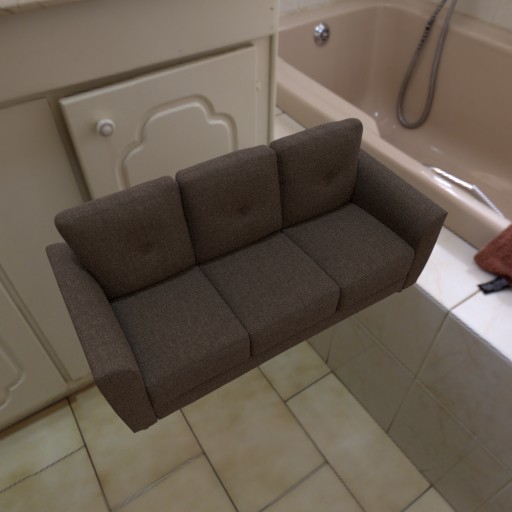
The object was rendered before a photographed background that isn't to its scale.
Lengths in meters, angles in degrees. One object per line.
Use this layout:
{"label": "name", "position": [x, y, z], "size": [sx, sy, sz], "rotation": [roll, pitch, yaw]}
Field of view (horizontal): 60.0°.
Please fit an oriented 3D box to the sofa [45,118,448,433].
{"label": "sofa", "position": [0.000, 0.000, 2.308], "size": [1.847, 0.891, 0.837], "rotation": [-23, 50, -21]}
